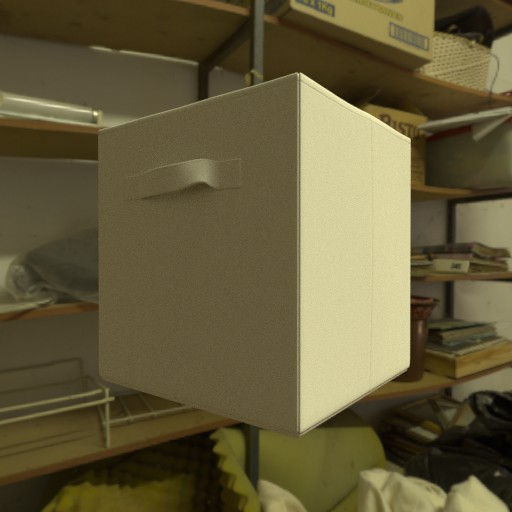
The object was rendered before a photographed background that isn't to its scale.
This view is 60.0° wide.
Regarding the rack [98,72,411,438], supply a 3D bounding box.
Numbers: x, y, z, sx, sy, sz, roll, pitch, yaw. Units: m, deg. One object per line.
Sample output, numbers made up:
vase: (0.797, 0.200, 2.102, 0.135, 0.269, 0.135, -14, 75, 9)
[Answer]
rack: (0.000, 0.000, 0.508, 0.270, 0.280, 0.270, 0, 1, 38)
